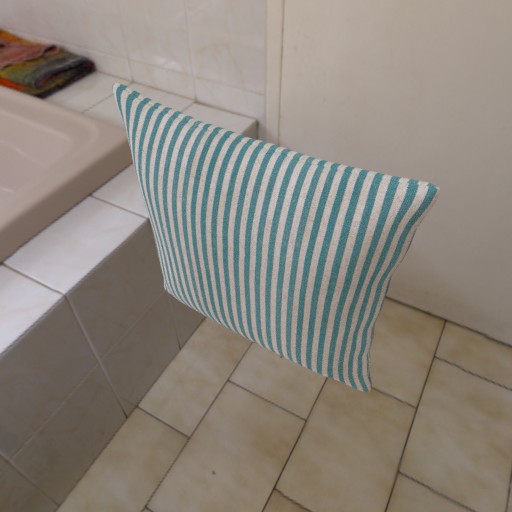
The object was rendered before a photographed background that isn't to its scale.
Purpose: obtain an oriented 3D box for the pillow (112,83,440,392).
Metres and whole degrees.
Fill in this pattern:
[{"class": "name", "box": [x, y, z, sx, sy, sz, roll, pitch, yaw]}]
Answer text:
[{"class": "pillow", "box": [0.000, 0.000, 0.789, 0.523, 0.510, 0.166, 24, 51, 21]}]
